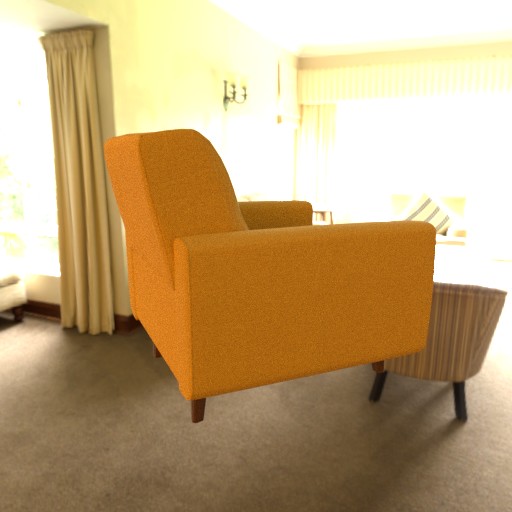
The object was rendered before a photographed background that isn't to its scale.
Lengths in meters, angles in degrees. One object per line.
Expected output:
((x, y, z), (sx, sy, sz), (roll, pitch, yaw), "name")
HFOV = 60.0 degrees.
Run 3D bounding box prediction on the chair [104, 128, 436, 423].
((0.000, 0.000, 1.572), (0.909, 0.841, 0.831), (-6, 14, -25), "chair")
